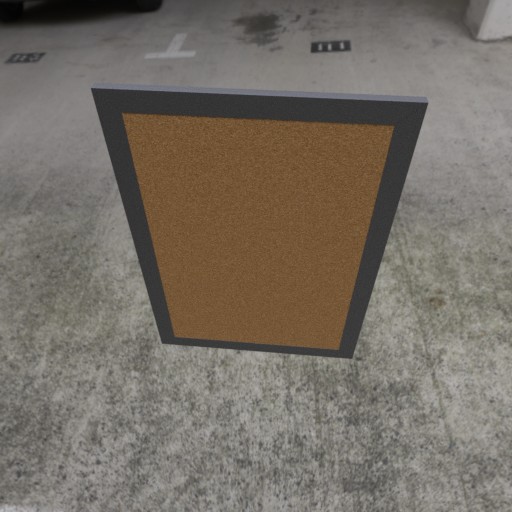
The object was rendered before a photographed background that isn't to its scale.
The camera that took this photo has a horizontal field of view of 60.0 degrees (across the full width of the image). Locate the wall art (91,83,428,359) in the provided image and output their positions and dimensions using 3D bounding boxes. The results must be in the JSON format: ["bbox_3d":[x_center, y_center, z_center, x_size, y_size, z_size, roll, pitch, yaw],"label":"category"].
[{"bbox_3d":[0.000,0.000,0.692,0.380,0.534,0.013,4,46,4],"label":"wall art"}]
